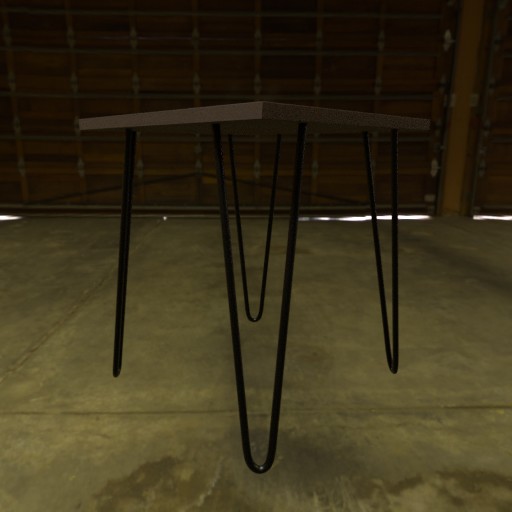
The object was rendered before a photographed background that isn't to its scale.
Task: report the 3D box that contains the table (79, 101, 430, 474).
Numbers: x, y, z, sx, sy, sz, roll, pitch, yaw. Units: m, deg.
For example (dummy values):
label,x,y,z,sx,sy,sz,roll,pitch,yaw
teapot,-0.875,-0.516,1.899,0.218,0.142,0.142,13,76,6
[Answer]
label,x,y,z,sx,sy,sz,roll,pitch,yaw
table,0.000,0.000,0.948,0.495,0.559,0.495,13,19,42
